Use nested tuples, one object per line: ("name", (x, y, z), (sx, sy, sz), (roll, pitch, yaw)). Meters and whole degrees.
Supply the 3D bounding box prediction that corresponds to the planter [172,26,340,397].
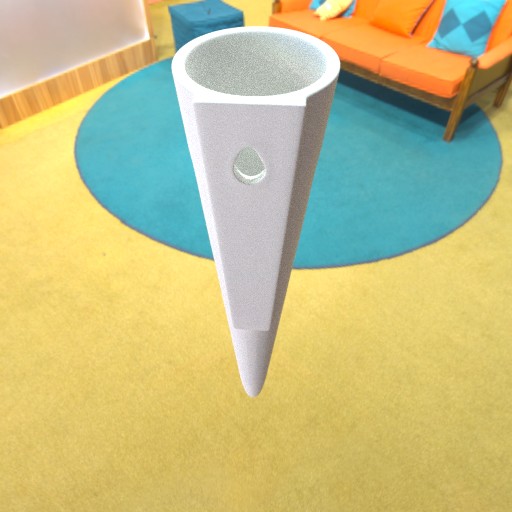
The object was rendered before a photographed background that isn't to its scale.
("planter", (0.000, 0.000, 0.221), (0.057, 0.193, 0.064), (3, 46, 3))
